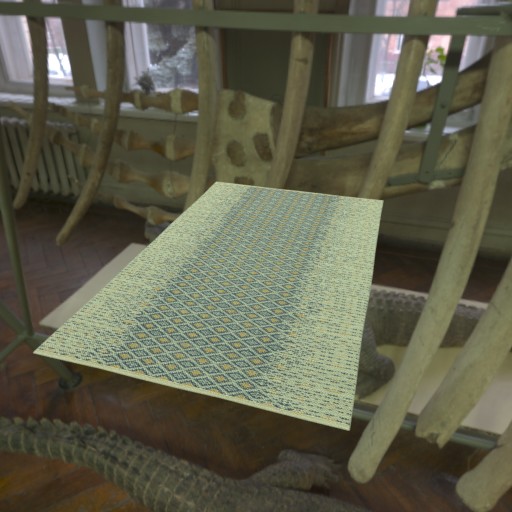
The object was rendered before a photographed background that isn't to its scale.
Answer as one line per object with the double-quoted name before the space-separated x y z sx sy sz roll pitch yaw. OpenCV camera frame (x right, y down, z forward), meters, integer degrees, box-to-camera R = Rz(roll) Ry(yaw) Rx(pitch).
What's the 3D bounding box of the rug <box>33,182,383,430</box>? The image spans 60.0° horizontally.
"rug" 0.000 0.000 2.991 1.541 0.008 2.448 9 31 15
